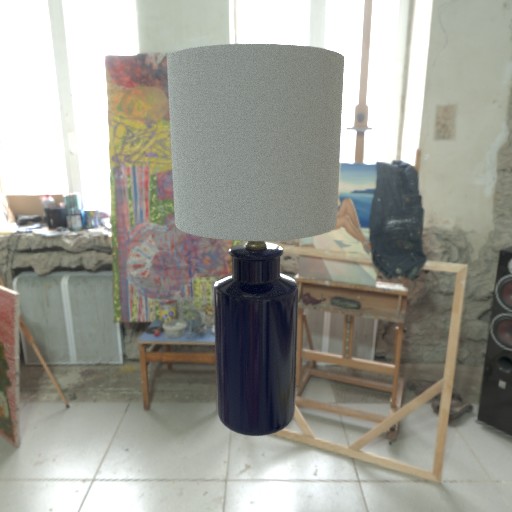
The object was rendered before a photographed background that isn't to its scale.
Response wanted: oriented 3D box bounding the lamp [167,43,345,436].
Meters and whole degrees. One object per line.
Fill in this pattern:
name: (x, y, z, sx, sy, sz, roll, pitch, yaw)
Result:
lamp: (0.000, 0.000, 0.603, 0.212, 0.493, 0.212, -9, 18, -28)
